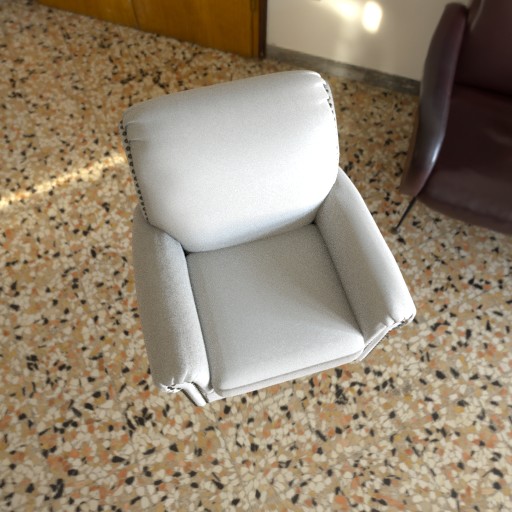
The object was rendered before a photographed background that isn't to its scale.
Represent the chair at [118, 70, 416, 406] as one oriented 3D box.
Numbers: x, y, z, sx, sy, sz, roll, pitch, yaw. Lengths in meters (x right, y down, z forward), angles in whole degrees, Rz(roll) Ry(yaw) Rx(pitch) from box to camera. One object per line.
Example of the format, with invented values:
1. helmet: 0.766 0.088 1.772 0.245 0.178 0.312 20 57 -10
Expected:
1. chair: 0.000 0.000 1.620 0.854 0.927 0.890 -14 64 -7
